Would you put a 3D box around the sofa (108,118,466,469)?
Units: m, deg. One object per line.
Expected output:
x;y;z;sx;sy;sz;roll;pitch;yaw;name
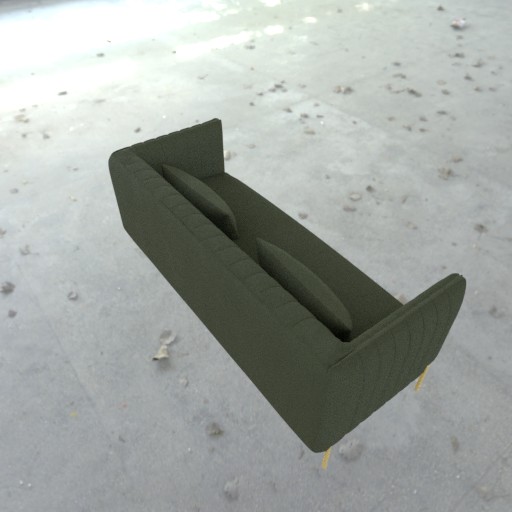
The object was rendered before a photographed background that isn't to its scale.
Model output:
0.000;0.000;2.641;0.896;0.793;2.137;-27;48;-26;sofa
